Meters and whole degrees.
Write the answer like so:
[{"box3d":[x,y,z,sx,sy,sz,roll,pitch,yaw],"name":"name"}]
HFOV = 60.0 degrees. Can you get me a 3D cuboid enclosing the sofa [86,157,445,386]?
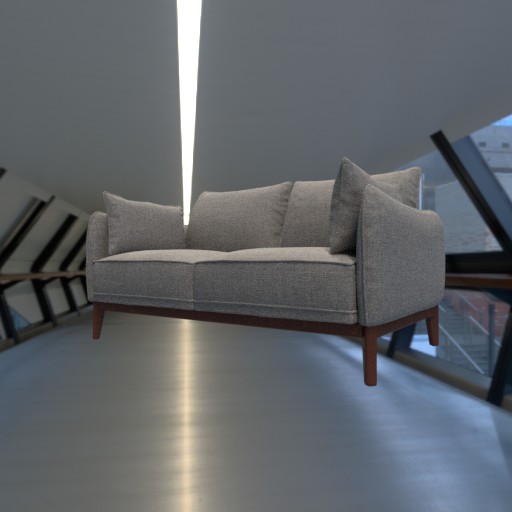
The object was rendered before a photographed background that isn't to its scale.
[{"box3d":[0.000,0.000,2.171,1.580,0.851,0.972,0,-1,35],"name":"sofa"}]
